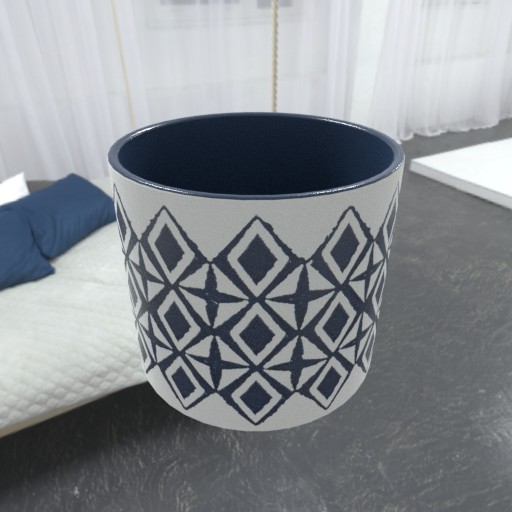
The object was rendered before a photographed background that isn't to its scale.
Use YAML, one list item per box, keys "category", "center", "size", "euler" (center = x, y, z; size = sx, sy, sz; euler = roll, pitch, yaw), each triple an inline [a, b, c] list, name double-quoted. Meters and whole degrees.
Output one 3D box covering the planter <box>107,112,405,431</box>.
- category: "planter"
  center: [0.000, 0.000, 0.320]
  size: [0.182, 0.165, 0.182]
  euler: [0, 30, 0]
